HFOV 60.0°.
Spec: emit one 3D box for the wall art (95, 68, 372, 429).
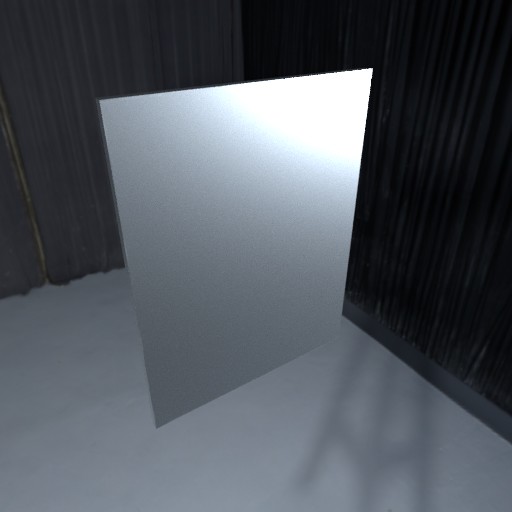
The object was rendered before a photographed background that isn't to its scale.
[{"bbox_3d":[0.000,0.000,1.408,0.816,1.046,0.030,-19,35,-29],"label":"wall art"}]
